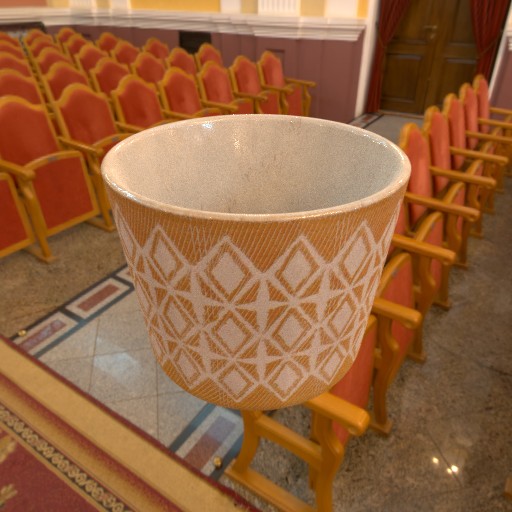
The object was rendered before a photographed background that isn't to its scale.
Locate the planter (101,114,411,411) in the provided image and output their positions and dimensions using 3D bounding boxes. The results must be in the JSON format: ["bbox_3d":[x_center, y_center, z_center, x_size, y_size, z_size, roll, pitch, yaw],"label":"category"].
[{"bbox_3d":[0.000,0.000,0.215,0.126,0.104,0.126,0,32,0],"label":"planter"}]
